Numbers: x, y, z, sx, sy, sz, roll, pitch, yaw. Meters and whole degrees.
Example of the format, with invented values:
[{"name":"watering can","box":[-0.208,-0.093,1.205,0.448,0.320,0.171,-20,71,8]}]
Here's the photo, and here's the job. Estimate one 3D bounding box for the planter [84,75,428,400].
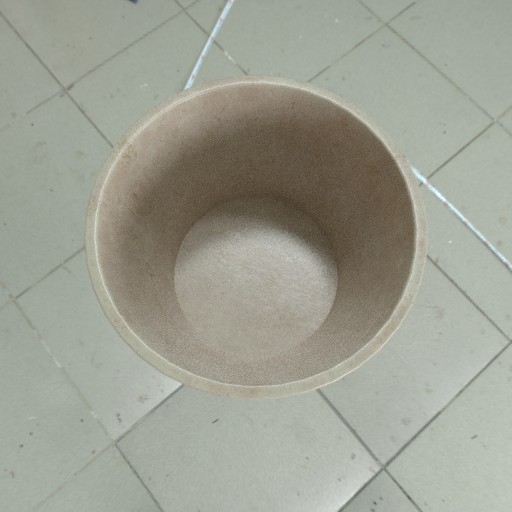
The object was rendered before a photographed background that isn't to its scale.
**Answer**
[{"name":"planter","box":[0.000,0.000,0.273,0.164,0.127,0.164,0,74,0]}]
